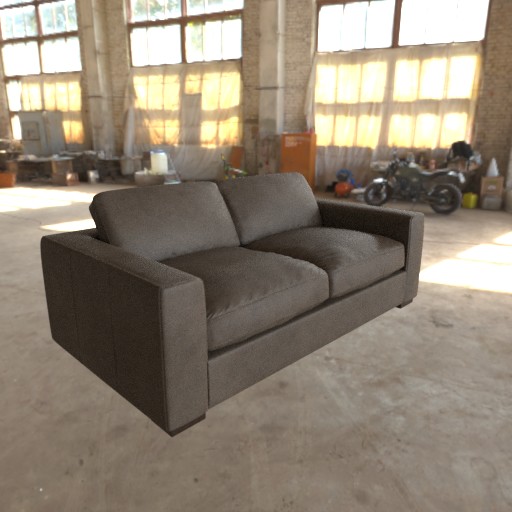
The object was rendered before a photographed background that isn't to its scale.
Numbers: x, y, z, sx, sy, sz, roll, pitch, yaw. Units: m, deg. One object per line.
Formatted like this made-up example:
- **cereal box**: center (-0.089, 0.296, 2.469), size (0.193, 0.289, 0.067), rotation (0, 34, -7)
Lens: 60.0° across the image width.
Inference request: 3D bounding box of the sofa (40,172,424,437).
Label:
- **sofa**: center (0.000, 0.000, 2.458), size (1.920, 0.800, 1.070), rotation (-15, 22, -43)
